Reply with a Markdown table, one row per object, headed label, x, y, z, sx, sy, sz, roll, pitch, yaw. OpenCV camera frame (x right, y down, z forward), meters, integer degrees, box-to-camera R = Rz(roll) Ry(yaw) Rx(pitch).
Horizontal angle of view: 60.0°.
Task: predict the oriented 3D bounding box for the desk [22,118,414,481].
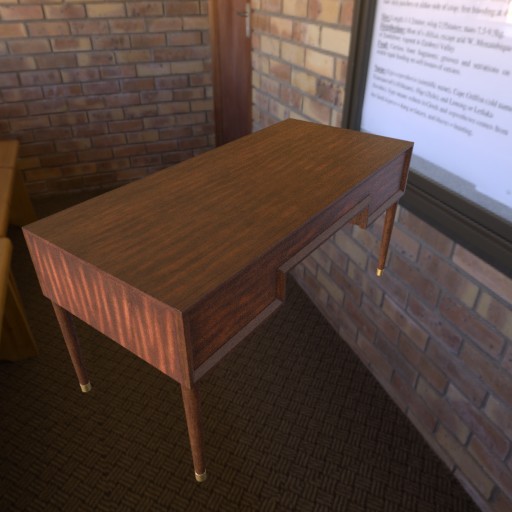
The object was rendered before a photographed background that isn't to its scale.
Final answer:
| label | x | y | z | sx | sy | sz | roll | pitch | yaw |
| --- | --- | --- | --- | --- | --- | --- | --- | --- | --- |
| desk | 0.000 | 0.000 | 1.977 | 0.724 | 0.762 | 1.575 | 22 | 38 | 30 |
